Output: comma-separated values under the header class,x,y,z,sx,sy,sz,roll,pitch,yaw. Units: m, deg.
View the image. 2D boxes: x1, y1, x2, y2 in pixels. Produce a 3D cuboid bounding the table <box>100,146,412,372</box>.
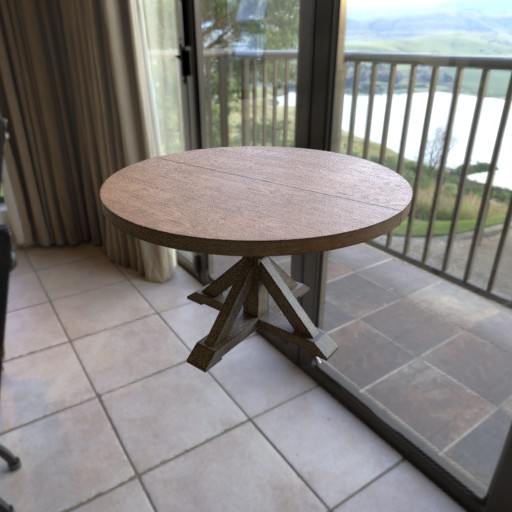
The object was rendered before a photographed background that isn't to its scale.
class,x,y,z,sx,sy,sz,roll,pitch,yaw
table,0.000,0.000,2.194,1.363,0.781,1.363,0,26,0
